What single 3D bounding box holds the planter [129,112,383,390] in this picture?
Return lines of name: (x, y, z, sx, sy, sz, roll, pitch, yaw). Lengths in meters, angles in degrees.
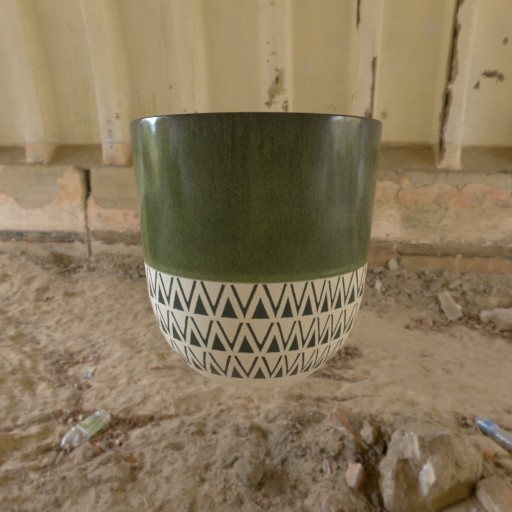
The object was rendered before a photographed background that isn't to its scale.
planter: (0.000, 0.000, 0.473, 0.245, 0.270, 0.245, 0, 12, 0)
